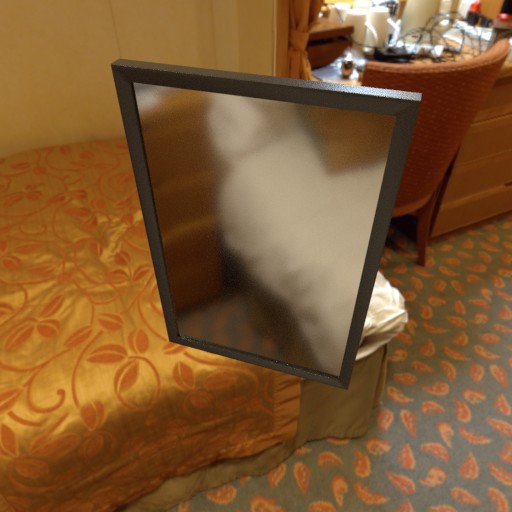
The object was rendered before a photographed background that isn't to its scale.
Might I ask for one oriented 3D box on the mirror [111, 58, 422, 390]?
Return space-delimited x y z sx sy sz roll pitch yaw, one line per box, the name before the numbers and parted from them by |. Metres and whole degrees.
mirror | 0.000 0.000 1.150 0.609 0.915 0.040 12 43 13
